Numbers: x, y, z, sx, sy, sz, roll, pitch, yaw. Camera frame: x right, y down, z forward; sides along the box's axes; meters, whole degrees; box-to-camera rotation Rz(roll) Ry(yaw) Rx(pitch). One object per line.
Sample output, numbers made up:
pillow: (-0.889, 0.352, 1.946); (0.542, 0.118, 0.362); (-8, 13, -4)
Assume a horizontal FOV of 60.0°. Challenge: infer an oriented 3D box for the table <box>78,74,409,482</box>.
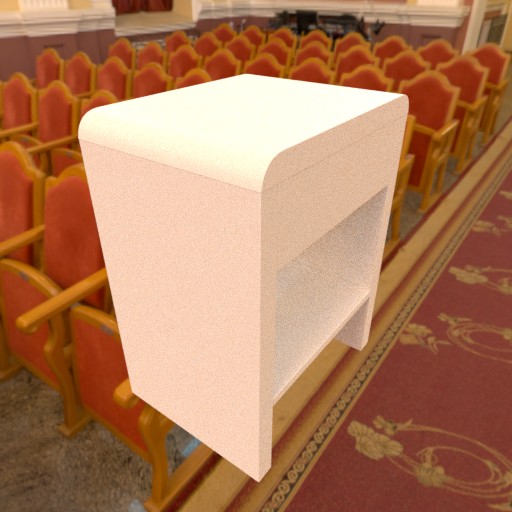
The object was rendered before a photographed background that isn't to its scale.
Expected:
table: (0.000, 0.000, 0.871); (0.350, 0.590, 0.450); (21, 37, 31)
